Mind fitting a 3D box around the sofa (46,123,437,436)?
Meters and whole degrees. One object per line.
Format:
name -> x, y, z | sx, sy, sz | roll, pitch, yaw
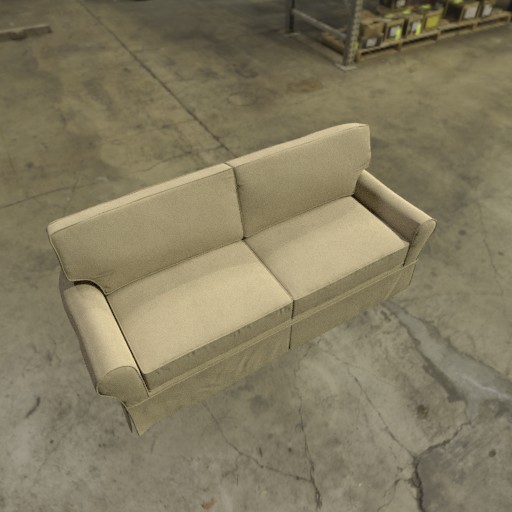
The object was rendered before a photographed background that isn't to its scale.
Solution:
sofa -> 0.000, 0.000, 2.752 | 2.246, 1.014, 0.900 | -23, 50, -21
